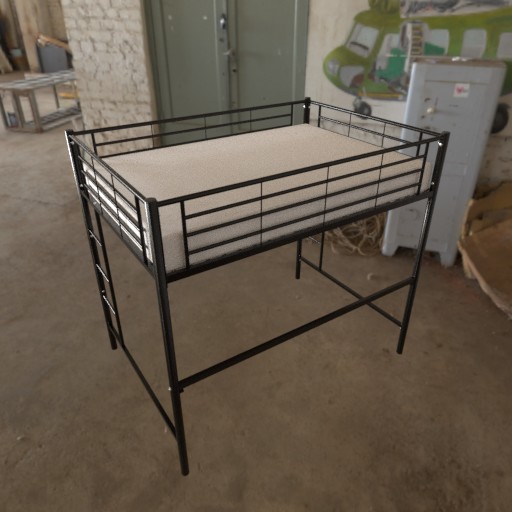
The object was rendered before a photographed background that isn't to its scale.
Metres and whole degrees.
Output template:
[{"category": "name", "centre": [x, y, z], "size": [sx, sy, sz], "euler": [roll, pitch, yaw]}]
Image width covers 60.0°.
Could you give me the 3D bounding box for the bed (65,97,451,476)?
[{"category": "bed", "centre": [0.000, 0.000, 3.219], "size": [1.994, 1.803, 1.397], "euler": [-18, 35, -29]}]
